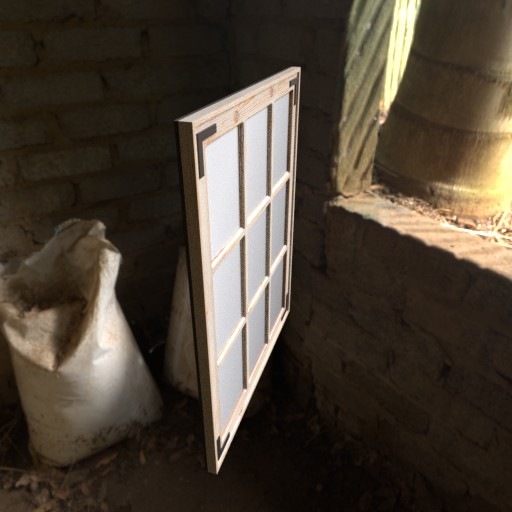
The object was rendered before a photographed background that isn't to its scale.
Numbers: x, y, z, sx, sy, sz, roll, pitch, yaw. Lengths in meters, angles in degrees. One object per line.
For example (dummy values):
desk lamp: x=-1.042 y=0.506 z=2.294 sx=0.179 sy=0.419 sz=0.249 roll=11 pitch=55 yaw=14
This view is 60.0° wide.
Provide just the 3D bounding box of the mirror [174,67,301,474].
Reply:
mirror: x=0.000 y=0.000 z=1.217 sx=0.032 sy=0.882 sz=0.730 roll=9 pitch=31 yaw=16
